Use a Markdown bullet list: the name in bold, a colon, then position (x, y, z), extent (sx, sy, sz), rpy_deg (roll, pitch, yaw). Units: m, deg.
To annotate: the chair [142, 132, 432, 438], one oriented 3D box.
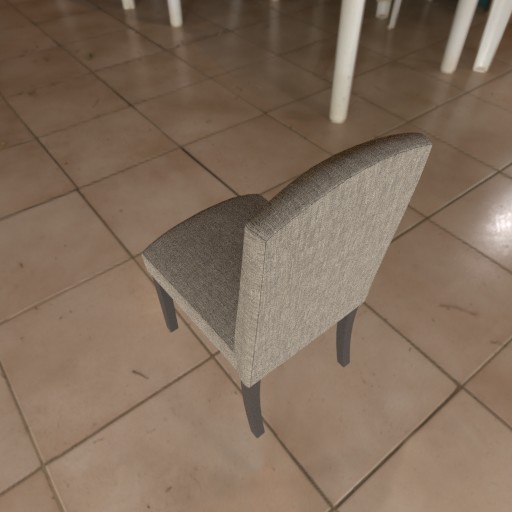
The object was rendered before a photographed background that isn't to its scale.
- **chair**: position (0.000, 0.000, 1.233), extent (0.451, 0.917, 0.580), rpy_deg (-31, 54, -26)
